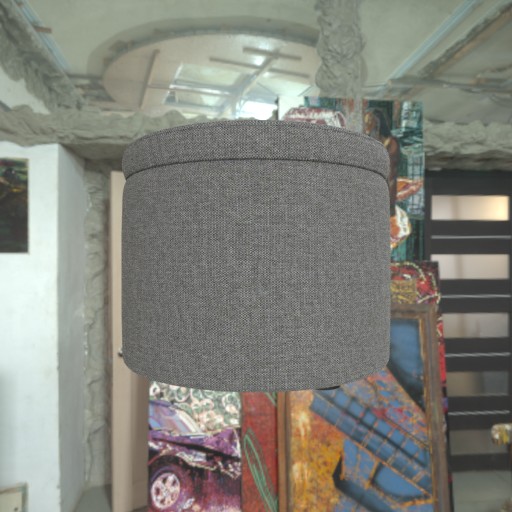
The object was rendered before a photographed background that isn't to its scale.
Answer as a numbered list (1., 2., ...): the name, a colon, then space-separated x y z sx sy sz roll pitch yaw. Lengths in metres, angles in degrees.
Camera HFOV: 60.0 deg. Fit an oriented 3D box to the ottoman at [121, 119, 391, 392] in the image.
1. ottoman: 0.000 0.000 0.895 0.520 0.430 0.520 0 0 0
